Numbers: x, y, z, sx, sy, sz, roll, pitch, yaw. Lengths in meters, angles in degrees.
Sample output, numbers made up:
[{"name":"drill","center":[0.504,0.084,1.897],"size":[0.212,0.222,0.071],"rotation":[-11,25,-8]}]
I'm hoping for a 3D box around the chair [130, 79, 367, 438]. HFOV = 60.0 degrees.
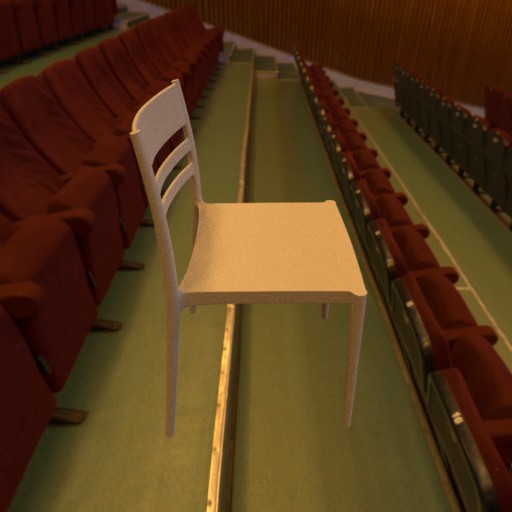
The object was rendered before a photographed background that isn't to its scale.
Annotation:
[{"name":"chair","center":[0.000,0.000,1.175],"size":[0.511,0.800,0.531],"rotation":[0,32,0]}]
